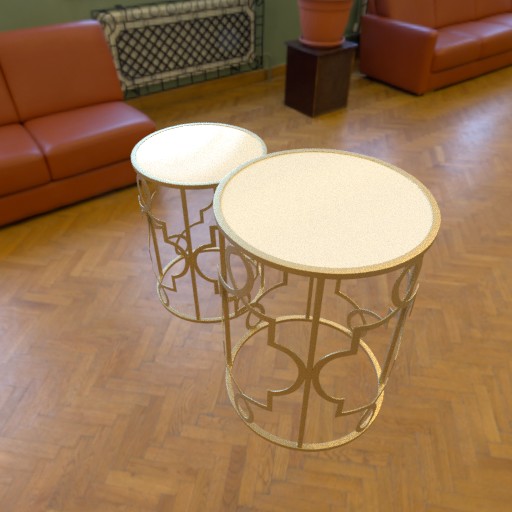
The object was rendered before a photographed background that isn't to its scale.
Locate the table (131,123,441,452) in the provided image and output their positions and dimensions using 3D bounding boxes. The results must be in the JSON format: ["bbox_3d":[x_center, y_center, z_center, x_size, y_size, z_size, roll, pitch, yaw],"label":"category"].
[{"bbox_3d":[0.000,0.000,1.150,0.420,0.564,0.846,-26,46,-28],"label":"table"}]
